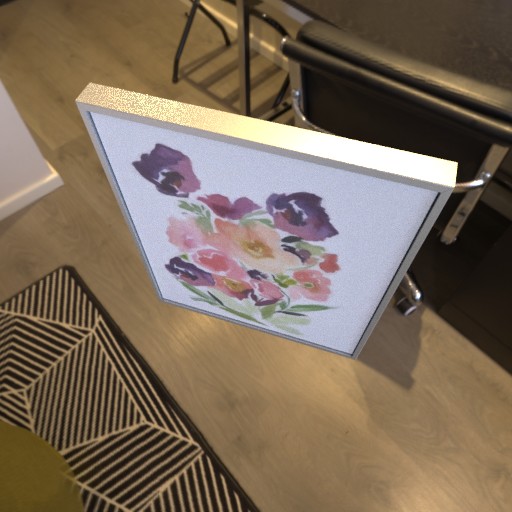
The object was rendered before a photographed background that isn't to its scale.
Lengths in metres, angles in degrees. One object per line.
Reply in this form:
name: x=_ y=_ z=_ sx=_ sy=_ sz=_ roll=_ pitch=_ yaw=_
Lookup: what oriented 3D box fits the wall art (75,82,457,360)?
wall art: x=0.000 y=0.000 z=0.746 sx=0.452 sy=0.549 sz=0.038 roll=15 pitch=59 yaw=9
